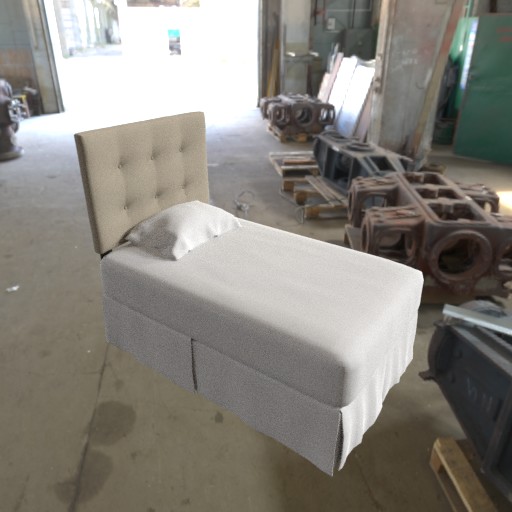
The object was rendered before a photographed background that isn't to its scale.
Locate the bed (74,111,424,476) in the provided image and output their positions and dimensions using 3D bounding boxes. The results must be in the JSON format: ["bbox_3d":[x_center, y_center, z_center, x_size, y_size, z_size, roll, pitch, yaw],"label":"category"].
[{"bbox_3d":[0.000,0.000,2.963,1.997,1.571,1.261,18,32,32],"label":"bed"}]
